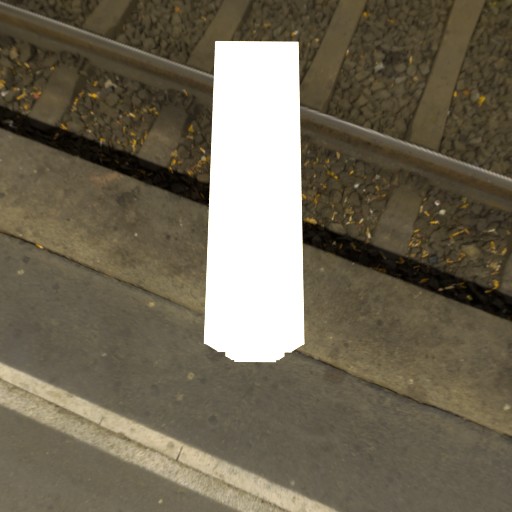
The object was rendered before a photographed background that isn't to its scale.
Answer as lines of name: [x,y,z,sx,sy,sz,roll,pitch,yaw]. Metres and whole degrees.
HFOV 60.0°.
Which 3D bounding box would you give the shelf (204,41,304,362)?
shelf: [0.000,0.000,2.011,0.250,1.650,0.890,0,75,0]
